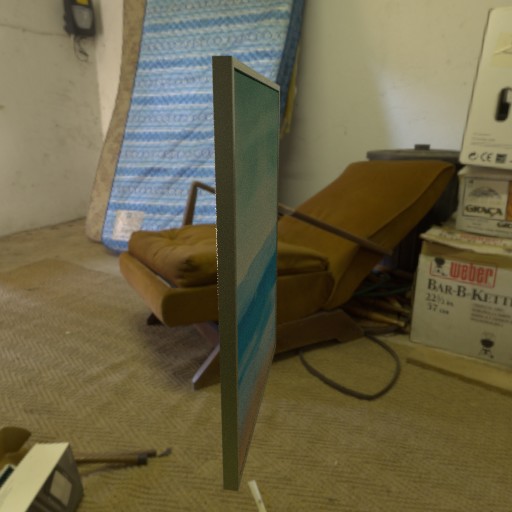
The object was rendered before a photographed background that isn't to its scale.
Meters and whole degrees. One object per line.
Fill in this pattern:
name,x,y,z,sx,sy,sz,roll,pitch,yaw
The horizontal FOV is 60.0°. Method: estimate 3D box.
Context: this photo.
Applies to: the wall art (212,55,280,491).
wall art,0.000,0.000,1.403,0.041,1.062,0.803,3,17,9
